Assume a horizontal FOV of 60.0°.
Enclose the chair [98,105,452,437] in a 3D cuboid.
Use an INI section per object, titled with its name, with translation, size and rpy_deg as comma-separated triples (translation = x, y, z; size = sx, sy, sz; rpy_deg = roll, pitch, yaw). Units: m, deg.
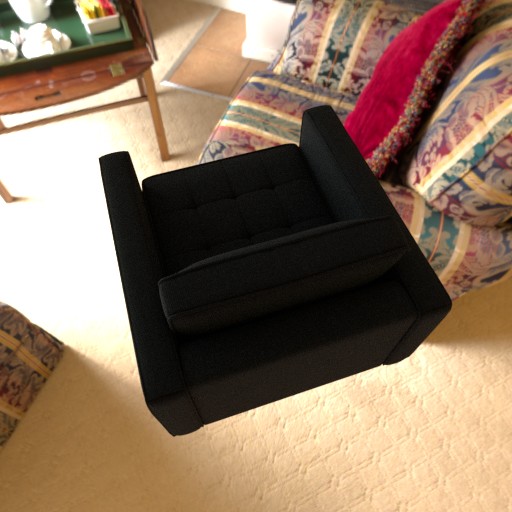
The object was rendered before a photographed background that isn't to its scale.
[chair]
translation = 0.000, 0.000, 1.567
size = 0.899, 0.770, 0.920
rpy_deg = -16, 59, -9
